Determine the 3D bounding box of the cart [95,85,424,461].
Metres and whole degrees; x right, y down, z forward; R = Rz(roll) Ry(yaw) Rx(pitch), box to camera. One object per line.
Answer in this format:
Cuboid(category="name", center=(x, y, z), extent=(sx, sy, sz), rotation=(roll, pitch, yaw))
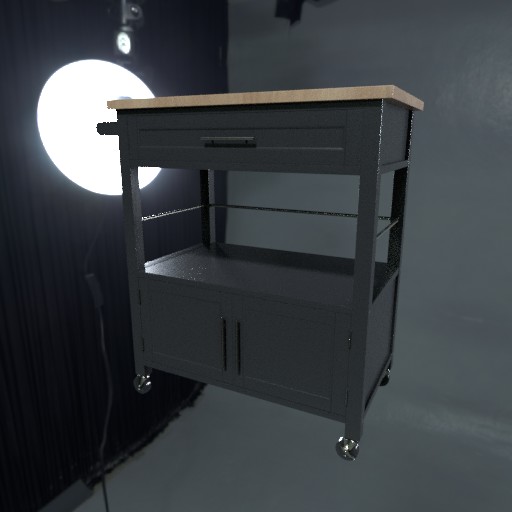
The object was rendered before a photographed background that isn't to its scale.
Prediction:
Cuboid(category="cart", center=(0.000, 0.000, 1.364), extent=(0.840, 0.901, 0.459), rotation=(7, 16, 26))
